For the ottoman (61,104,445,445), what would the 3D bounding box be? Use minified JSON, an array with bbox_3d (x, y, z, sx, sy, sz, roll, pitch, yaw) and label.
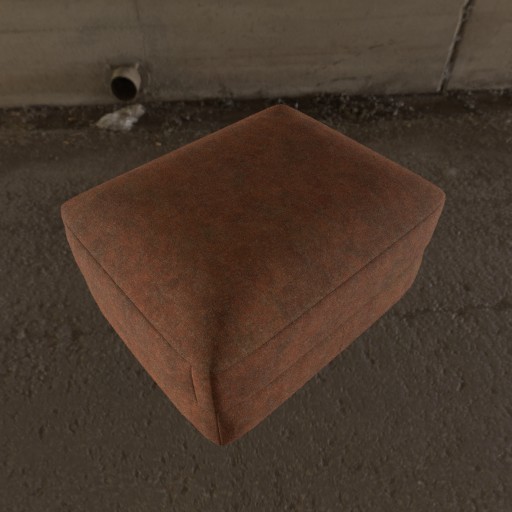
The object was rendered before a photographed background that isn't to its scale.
[{"bbox_3d":[0.000,0.000,1.180,0.787,0.508,0.635,-33,55,-27],"label":"ottoman"}]
